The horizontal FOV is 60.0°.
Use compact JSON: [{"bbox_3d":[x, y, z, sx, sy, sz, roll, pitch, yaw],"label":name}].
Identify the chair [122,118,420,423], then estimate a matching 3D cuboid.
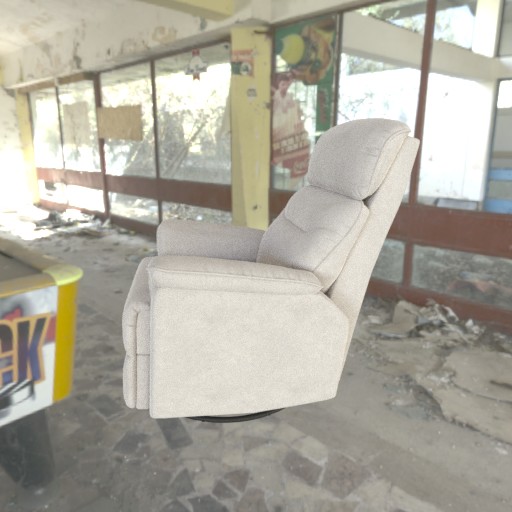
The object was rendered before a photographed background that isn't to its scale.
[{"bbox_3d":[0.000,0.000,1.744,1.001,1.039,0.820,-2,14,-9],"label":"chair"}]
